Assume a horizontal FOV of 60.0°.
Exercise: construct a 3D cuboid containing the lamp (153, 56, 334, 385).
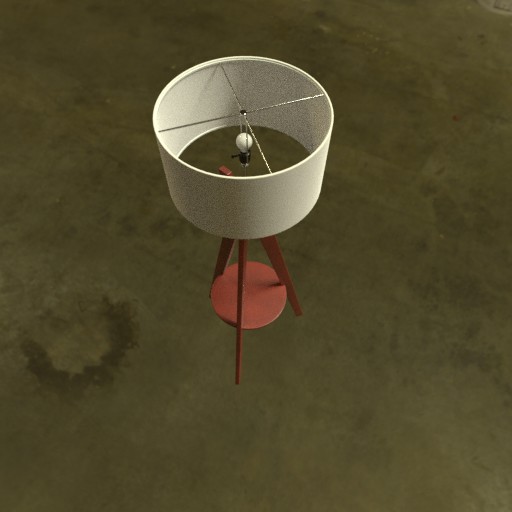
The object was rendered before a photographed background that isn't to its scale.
[{"bbox_3d":[0.000,0.000,1.792,0.542,1.472,0.539,-16,59,-10],"label":"lamp"}]
